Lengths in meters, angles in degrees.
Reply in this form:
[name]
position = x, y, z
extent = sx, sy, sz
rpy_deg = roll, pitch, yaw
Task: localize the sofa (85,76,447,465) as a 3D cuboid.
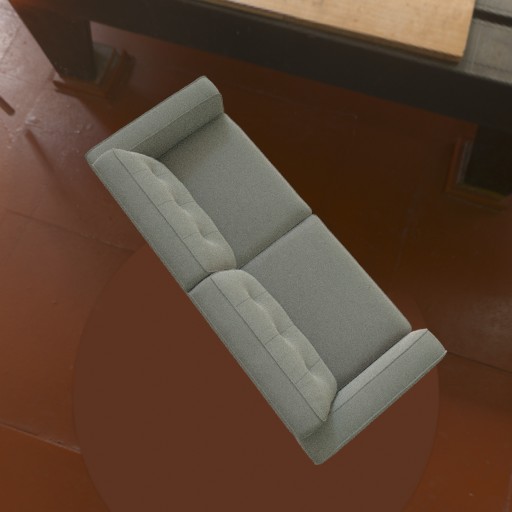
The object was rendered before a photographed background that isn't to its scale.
[sofa]
position = 0.000, 0.000, 2.736
extent = 0.956, 0.781, 2.270
rpy_deg = -37, 78, -9
